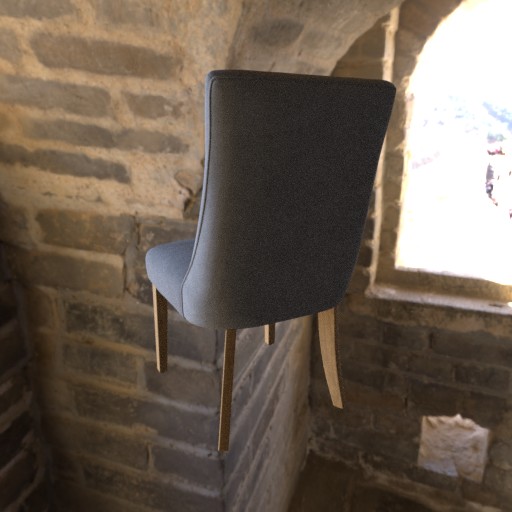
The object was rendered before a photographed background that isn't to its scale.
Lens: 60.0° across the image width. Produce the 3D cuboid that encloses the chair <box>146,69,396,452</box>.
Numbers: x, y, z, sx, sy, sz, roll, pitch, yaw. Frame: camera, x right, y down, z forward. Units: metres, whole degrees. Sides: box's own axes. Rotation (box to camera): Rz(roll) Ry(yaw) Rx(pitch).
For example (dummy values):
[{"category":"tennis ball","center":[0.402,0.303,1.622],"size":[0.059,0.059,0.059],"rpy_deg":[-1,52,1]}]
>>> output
[{"category":"chair","center":[0.000,0.000,1.252],"size":[0.495,0.902,0.610],"rpy_deg":[-8,18,-27]}]
